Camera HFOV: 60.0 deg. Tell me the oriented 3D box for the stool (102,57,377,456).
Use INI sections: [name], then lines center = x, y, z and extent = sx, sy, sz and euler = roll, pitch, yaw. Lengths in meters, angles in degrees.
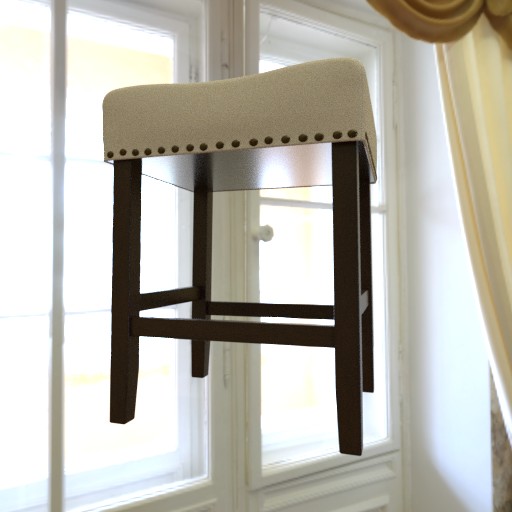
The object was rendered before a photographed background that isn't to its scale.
[stool]
center = 0.000, 0.000, 0.915
extent = 0.471, 0.609, 0.401
euler = 0, -1, 18
